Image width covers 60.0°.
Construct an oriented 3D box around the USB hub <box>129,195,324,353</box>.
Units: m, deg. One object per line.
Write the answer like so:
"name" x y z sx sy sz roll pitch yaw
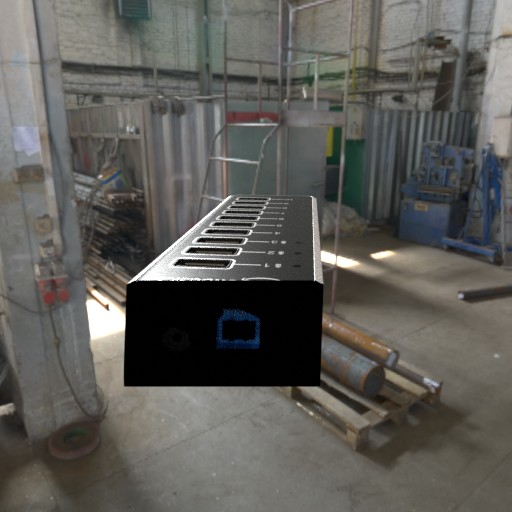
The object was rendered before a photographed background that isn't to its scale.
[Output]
"USB hub" 0.000 0.000 0.160 0.044 0.023 0.145 2 16 6
